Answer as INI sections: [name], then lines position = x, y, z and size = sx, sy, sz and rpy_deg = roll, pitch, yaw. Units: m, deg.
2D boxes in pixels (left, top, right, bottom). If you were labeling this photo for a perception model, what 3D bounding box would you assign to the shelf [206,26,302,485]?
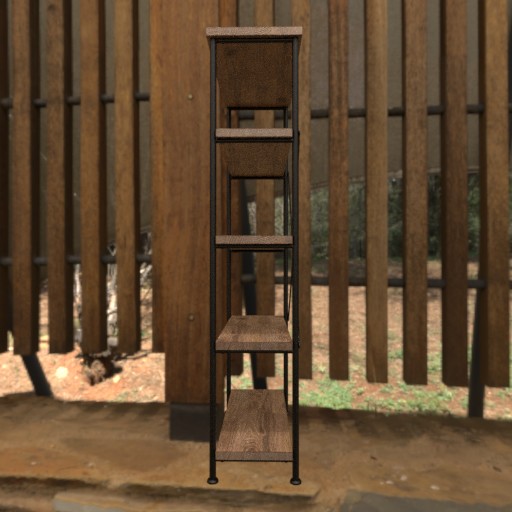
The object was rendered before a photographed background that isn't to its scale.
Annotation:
[shelf]
position = 0.000, 0.000, 2.042
size = 0.360, 1.700, 0.800
rpy_deg = 0, -1, 1
